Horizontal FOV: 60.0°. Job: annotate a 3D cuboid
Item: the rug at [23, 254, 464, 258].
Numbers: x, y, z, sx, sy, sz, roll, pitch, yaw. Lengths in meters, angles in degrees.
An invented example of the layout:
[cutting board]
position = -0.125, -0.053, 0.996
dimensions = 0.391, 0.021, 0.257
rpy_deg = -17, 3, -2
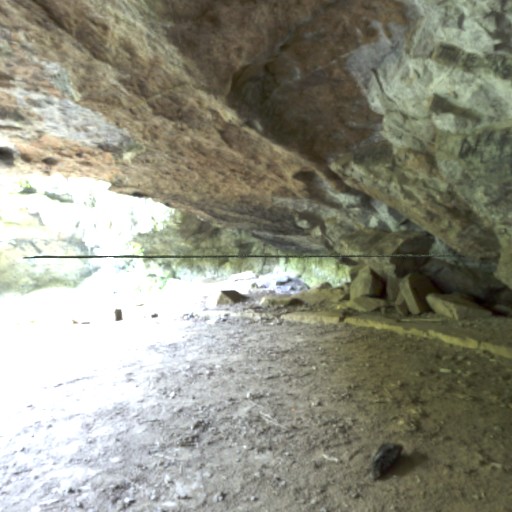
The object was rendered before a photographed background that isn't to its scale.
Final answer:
[rug]
position = 0.000, 0.000, 2.734
dimensions = 2.476, 0.010, 0.807
rpy_deg = 0, 1, -18
